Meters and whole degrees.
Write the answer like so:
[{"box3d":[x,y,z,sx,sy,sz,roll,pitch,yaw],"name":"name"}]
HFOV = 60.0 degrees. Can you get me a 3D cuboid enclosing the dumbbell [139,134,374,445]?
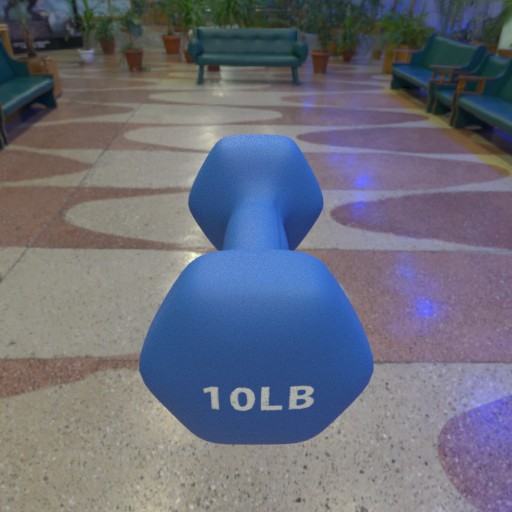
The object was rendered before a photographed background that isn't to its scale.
[{"box3d":[0.000,0.000,0.265,0.103,0.093,0.212,0,32,0],"name":"dumbbell"}]
